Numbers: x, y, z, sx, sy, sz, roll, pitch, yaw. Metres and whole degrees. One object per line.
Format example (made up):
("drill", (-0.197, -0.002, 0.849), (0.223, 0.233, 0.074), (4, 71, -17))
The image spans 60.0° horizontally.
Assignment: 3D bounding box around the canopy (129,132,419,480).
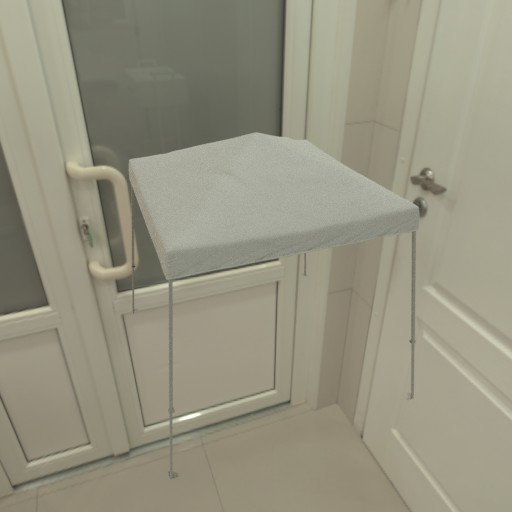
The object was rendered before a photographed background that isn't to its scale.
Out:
("canopy", (0.000, 0.000, 5.129), (2.848, 2.849, 2.849), (-11, 32, -18))
